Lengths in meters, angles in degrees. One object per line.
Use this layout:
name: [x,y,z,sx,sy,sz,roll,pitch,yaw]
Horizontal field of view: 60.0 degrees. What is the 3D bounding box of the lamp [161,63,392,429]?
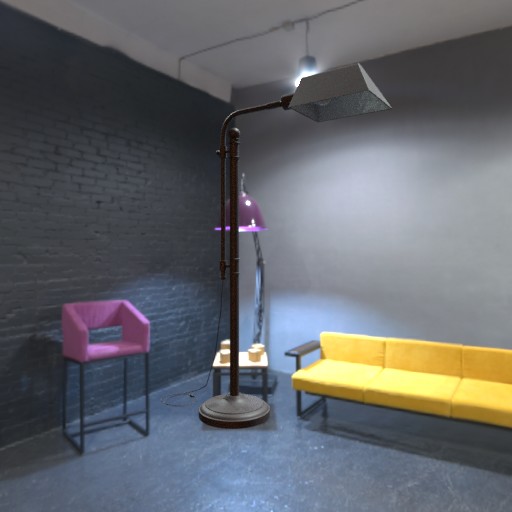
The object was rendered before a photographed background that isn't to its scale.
lamp: [0.000,0.000,0.949,0.545,0.708,0.159,1,1,35]
